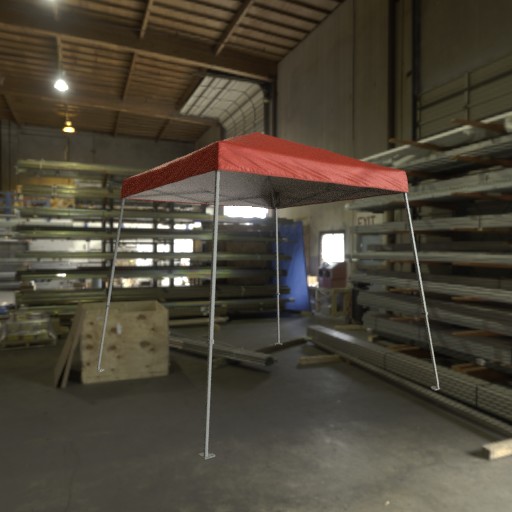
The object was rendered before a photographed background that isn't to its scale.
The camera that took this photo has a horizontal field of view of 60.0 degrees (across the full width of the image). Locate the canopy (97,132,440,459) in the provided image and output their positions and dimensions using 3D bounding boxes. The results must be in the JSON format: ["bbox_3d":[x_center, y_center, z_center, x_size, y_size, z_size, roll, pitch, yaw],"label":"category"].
[{"bbox_3d":[0.000,0.000,5.118,2.850,2.850,2.849,0,1,-35],"label":"canopy"}]
